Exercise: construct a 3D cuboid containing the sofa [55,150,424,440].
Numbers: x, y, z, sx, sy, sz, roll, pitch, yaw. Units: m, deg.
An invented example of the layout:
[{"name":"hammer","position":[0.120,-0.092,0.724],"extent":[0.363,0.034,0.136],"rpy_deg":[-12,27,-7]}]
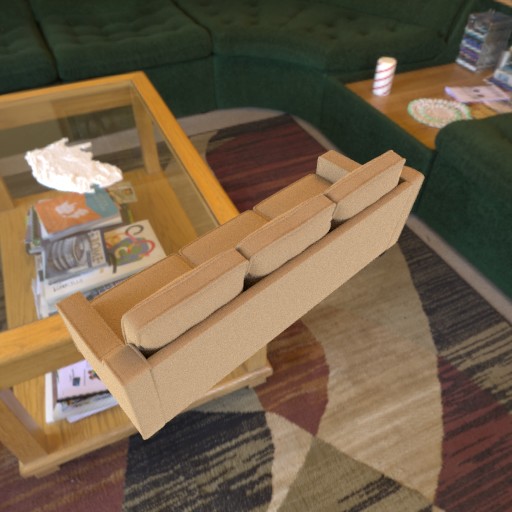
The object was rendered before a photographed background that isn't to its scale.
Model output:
[{"name":"sofa","position":[0.000,0.000,2.653],"extent":[2.131,0.902,0.791],"rpy_deg":[-33,54,-28]}]
